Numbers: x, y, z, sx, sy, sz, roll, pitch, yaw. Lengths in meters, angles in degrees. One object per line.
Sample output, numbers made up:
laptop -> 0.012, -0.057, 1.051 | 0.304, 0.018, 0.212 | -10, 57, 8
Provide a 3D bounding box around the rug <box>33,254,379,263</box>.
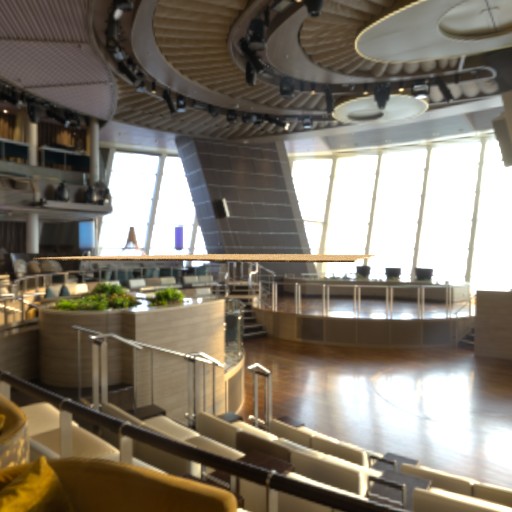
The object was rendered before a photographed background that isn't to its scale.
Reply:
rug -> 0.000, 0.000, 2.253 | 1.152, 0.013, 1.761 | 0, 1, 18
